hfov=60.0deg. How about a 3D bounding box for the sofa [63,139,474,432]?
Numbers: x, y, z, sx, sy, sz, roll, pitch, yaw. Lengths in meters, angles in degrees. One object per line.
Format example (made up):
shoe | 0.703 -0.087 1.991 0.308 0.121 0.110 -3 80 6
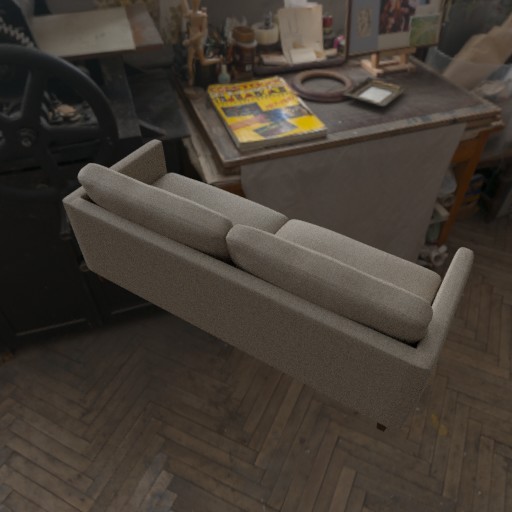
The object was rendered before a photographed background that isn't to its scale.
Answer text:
sofa | 0.000 0.000 2.903 2.434 0.965 0.951 23 49 22
